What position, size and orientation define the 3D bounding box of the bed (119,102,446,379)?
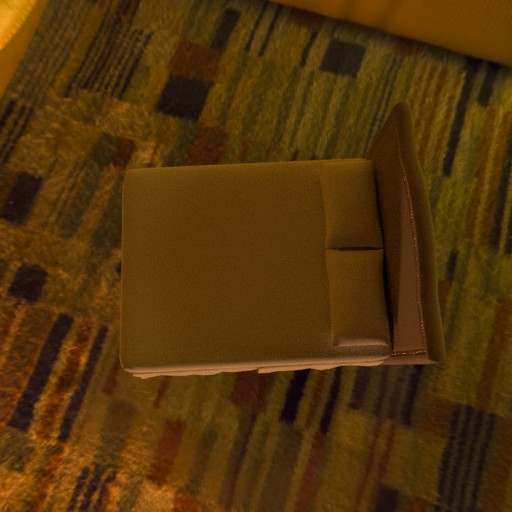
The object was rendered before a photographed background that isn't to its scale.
[{"bbox_3d":[0.000,0.000,3.336,2.128,1.441,1.744,-3,77,-1],"label":"bed"}]
